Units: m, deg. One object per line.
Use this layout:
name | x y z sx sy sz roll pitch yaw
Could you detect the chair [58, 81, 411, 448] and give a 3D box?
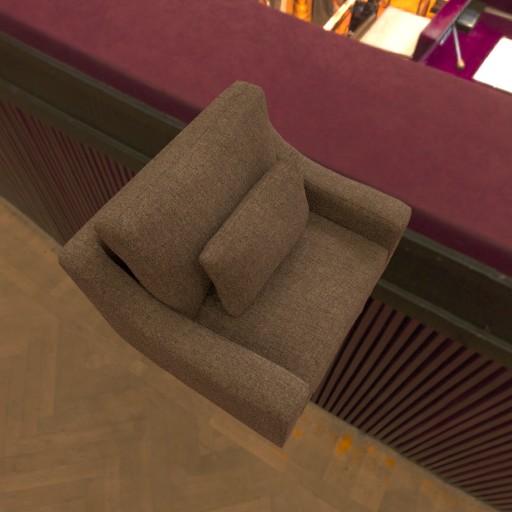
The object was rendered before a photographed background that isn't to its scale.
chair | 0.000 0.000 1.956 1.009 1.037 1.138 29 63 16
